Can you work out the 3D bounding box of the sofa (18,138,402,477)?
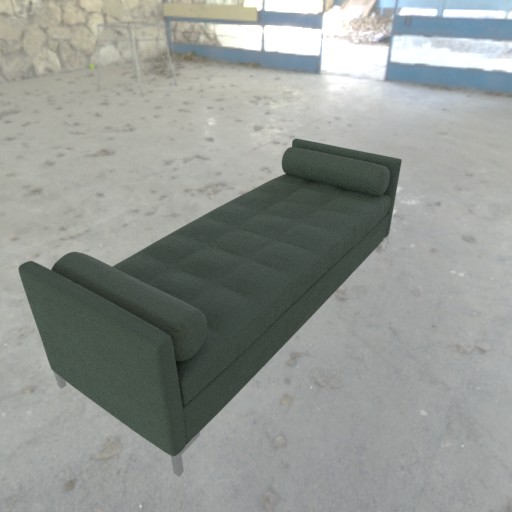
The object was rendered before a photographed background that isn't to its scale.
[{"bbox_3d":[0.000,0.000,2.389,0.797,0.657,2.102,20,37,30],"label":"sofa"}]
